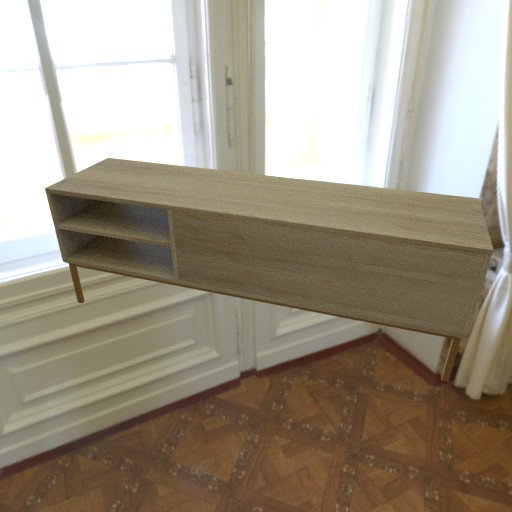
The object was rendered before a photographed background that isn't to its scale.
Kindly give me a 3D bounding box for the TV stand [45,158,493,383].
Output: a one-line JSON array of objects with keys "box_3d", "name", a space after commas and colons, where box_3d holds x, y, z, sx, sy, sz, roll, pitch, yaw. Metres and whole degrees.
[{"box_3d": [0.000, 0.000, 1.822, 1.600, 0.550, 0.420, 9, 31, 16], "name": "TV stand"}]
